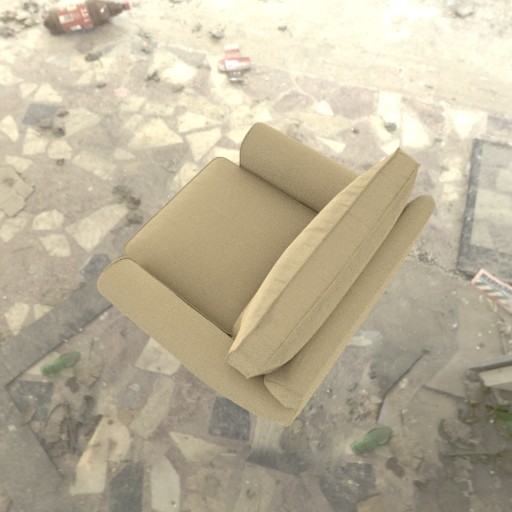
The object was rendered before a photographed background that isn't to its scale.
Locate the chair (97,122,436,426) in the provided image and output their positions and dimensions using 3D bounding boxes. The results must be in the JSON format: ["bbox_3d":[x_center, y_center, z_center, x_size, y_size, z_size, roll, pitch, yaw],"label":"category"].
[{"bbox_3d":[0.000,0.000,1.780,0.966,0.967,1.029,35,68,16],"label":"chair"}]
